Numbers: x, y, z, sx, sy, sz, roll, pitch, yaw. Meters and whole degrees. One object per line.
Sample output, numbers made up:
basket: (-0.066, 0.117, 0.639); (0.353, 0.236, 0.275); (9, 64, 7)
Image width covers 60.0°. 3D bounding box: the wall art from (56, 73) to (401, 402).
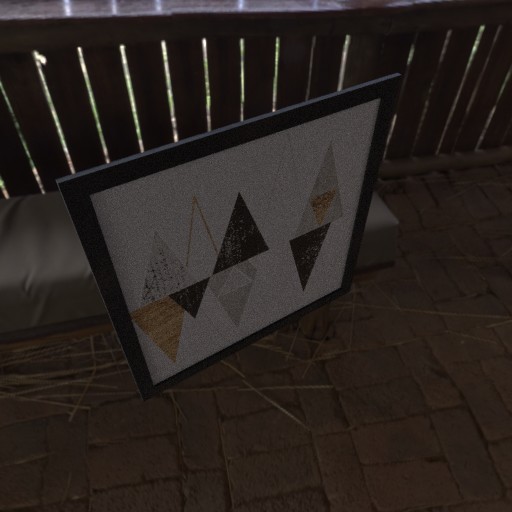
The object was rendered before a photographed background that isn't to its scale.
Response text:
wall art: (0.000, 0.000, 1.223); (0.823, 0.823, 0.013); (-24, 50, -22)
